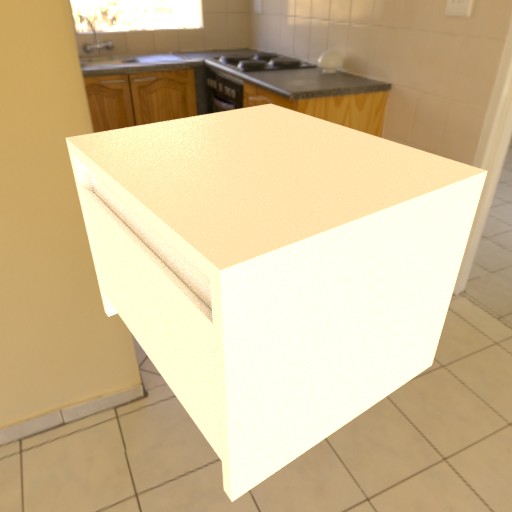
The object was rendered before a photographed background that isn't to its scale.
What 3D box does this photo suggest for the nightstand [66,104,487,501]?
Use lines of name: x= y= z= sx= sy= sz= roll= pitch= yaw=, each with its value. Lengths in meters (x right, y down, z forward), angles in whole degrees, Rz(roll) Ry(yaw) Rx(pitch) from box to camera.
nightstand: x=0.000 y=0.000 z=0.733 sx=0.408 sy=0.351 sz=0.470 roll=-20 pitch=37 yaw=-30
